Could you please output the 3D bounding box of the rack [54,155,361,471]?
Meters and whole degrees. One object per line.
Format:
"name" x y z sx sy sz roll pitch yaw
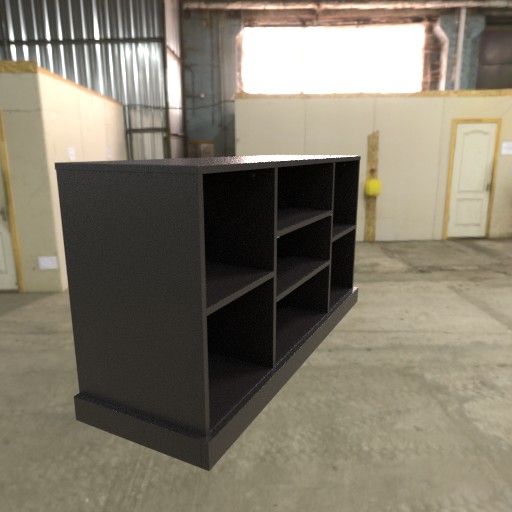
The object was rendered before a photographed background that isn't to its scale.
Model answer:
"rack" 0.000 0.000 1.474 0.399 0.635 1.206 7 15 26
